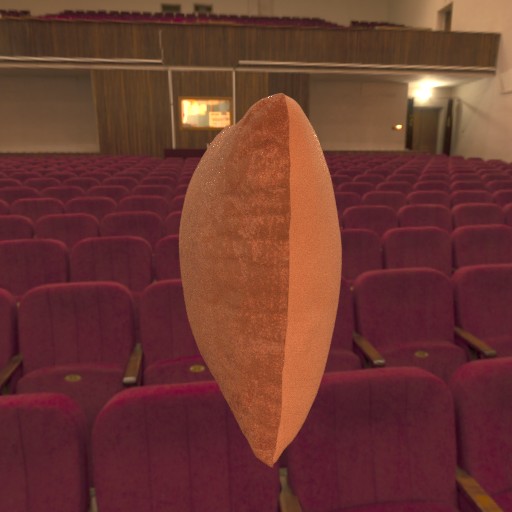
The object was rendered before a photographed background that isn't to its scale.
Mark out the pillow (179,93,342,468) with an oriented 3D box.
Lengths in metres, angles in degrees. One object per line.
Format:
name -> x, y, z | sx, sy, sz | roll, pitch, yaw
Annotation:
pillow -> 0.000, 0.000, 0.723 | 0.245, 0.448, 0.450 | -2, 13, -7
